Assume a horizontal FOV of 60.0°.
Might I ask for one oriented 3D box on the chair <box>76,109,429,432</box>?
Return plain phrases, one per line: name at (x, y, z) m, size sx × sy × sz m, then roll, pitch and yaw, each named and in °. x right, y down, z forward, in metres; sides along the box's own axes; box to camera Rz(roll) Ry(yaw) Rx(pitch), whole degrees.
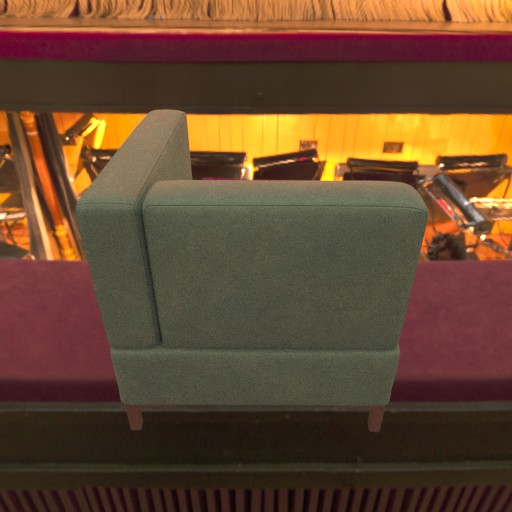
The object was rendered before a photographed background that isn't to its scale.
chair at (0.000, 0.000, 1.233) m, size 0.680 × 0.660 × 0.680 m, roll 0°, pitch 33°, yaw 0°
